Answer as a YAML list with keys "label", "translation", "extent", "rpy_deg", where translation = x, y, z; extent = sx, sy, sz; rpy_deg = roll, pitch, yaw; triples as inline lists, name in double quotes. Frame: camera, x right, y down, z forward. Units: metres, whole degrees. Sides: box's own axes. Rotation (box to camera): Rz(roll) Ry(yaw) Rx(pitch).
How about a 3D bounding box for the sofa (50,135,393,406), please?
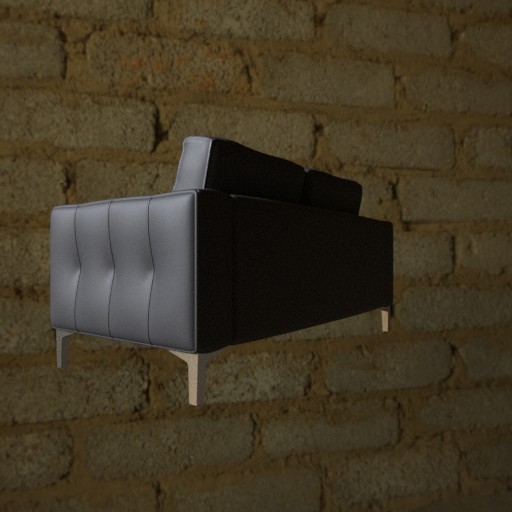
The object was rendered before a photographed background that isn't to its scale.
- label: "sofa"
  translation: [0.000, 0.000, 2.210]
  extent: [0.833, 0.893, 1.726]
  rpy_deg: [0, 0, 36]
